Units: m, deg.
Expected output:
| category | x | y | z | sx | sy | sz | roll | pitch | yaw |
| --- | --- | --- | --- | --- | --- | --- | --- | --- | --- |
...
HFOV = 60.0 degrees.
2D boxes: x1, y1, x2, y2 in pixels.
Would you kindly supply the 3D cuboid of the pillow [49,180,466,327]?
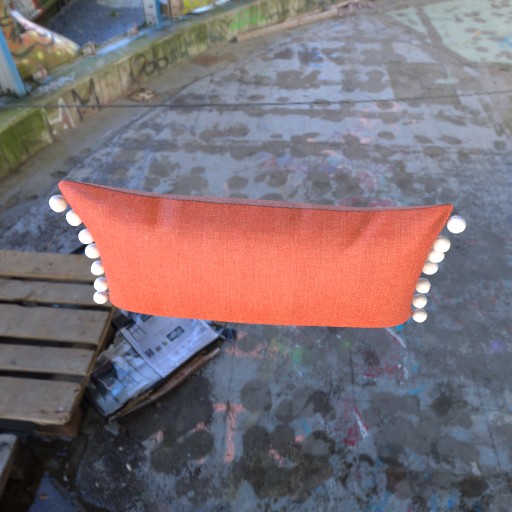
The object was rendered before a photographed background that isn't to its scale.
| category | x | y | z | sx | sy | sz | roll | pitch | yaw |
| --- | --- | --- | --- | --- | --- | --- | --- | --- | --- |
| pillow | 0.000 | 0.000 | 0.843 | 0.709 | 0.322 | 0.201 | 3 | 46 | 3 |
